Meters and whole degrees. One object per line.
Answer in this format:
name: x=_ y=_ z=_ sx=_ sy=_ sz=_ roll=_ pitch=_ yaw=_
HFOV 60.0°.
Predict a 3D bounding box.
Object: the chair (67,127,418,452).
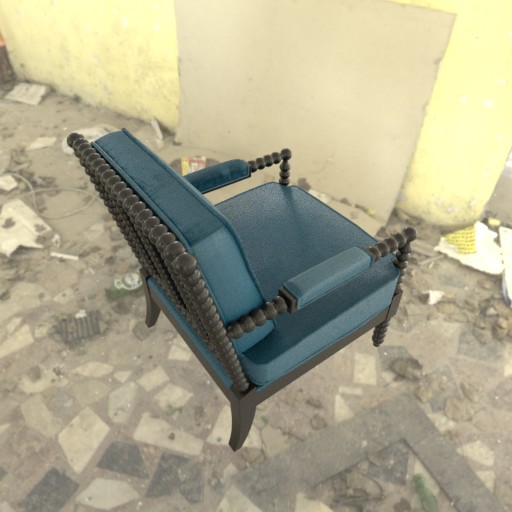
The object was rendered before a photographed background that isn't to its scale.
chair: x=0.000 y=0.000 z=1.437 sx=0.805 sy=0.857 sz=0.688 roll=-26 pitch=48 yaw=-26
